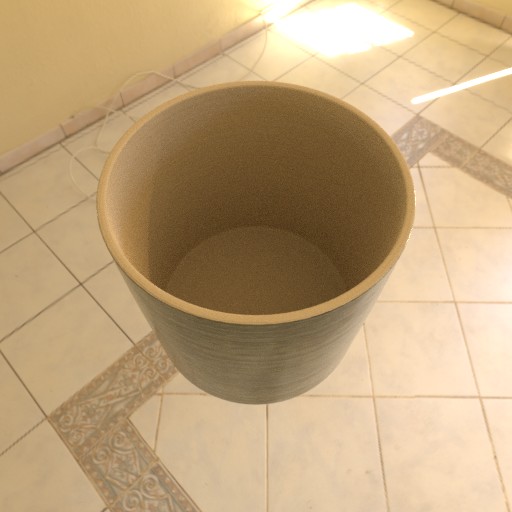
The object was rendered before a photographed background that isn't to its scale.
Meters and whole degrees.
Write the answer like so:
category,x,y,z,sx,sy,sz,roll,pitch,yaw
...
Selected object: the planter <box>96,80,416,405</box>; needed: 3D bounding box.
category,x,y,z,sx,sy,sz,roll,pitch,yaw
planter,0.000,0.000,0.397,0.221,0.201,0.221,0,57,0
